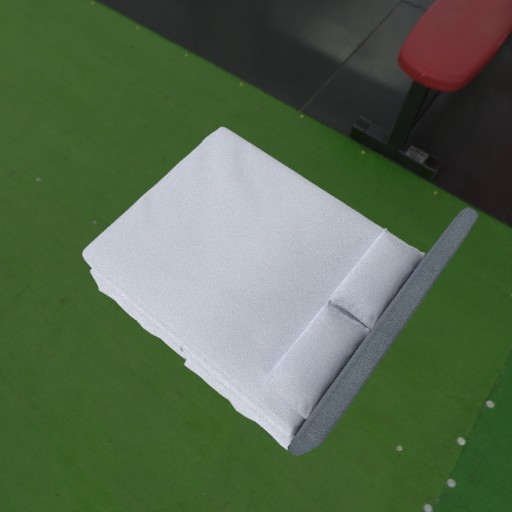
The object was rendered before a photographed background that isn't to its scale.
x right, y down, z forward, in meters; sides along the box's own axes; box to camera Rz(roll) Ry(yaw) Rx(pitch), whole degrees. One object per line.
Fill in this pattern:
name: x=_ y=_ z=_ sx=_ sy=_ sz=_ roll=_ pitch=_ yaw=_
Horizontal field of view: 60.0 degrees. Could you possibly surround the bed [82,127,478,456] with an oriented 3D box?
bed: x=0.000 y=0.000 z=3.210 sx=2.142 sy=1.330 sz=1.713 roll=36 pitch=69 yaw=16
